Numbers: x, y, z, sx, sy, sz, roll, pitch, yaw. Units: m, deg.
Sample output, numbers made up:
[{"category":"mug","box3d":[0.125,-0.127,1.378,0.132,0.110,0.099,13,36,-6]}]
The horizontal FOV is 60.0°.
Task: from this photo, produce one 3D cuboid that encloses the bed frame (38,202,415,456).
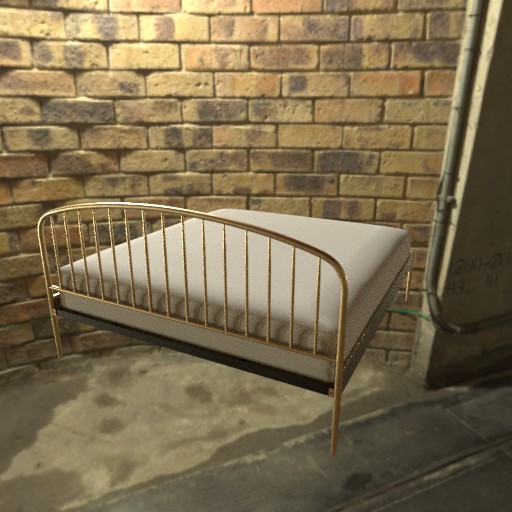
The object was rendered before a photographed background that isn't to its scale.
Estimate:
[{"category":"bed frame","box3d":[0.000,0.000,3.373,2.016,1.174,2.152,9,21,26]}]
